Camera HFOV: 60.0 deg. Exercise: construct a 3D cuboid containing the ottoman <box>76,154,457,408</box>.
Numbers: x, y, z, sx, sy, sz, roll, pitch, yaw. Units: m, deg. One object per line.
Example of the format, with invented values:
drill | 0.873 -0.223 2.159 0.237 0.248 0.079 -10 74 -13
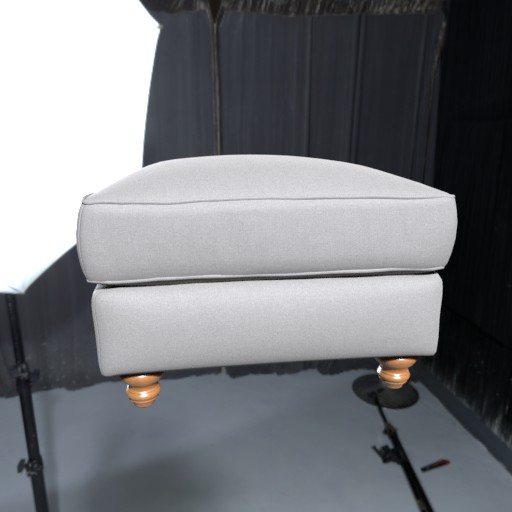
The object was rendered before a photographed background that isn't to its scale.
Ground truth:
ottoman | 0.000 0.000 1.136 0.721 0.505 0.662 -2 14 -7
